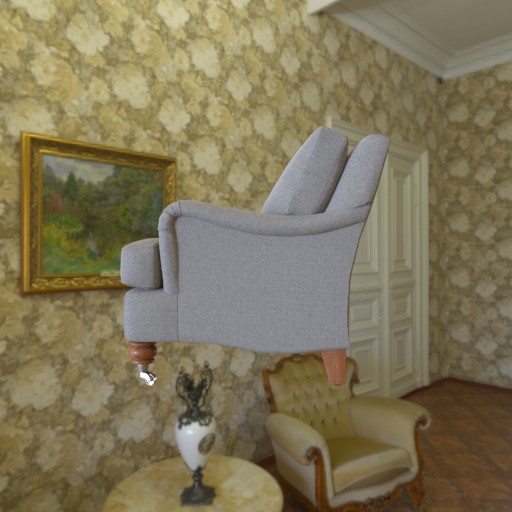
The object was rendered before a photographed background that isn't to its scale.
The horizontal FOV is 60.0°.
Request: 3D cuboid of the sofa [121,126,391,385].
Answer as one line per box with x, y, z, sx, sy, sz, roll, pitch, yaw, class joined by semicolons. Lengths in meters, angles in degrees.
0.000;0.000;2.769;1.087;1.054;2.160;0;-1;1;sofa
